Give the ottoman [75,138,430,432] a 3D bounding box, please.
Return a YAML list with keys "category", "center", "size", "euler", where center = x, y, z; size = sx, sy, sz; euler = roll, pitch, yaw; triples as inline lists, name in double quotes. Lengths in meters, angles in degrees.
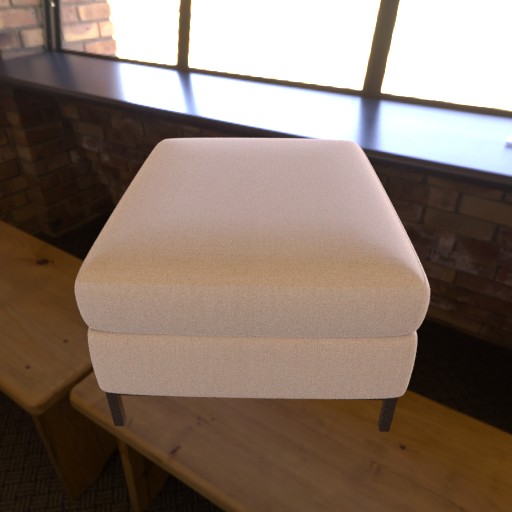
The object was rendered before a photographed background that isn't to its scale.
- category: "ottoman"
  center: [0.000, 0.000, 1.186]
  size: [0.657, 0.453, 0.794]
  euler: [1, 33, 1]
